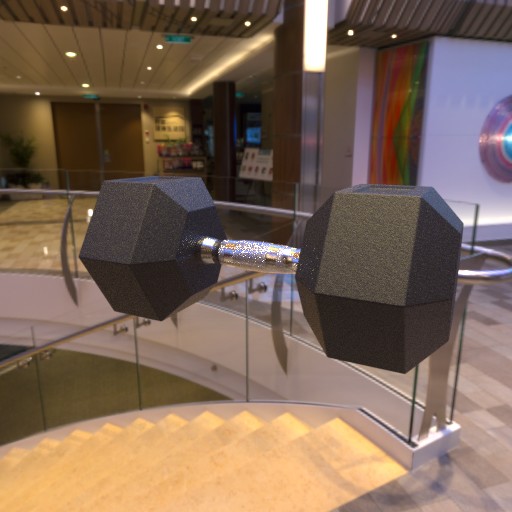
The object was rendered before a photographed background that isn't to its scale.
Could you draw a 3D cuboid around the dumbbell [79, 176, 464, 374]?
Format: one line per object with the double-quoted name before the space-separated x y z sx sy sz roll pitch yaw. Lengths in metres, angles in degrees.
"dumbbell" 0.000 0.000 0.463 0.384 0.150 0.173 7 16 26
